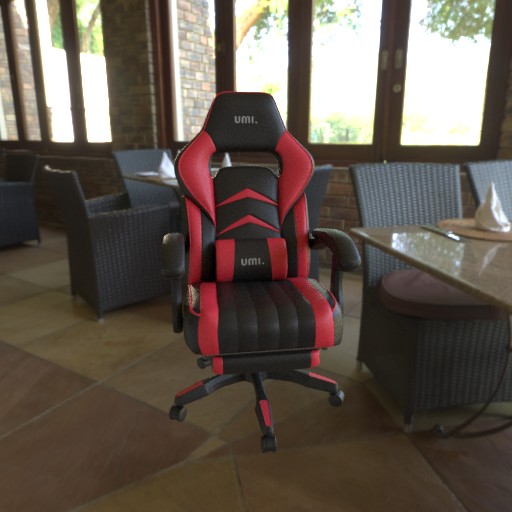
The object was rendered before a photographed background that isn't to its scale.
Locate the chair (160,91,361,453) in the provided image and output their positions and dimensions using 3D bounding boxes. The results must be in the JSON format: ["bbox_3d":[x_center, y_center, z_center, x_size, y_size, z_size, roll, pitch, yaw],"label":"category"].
[{"bbox_3d":[0.000,0.000,1.679,0.700,1.220,0.700,-2,15,-8],"label":"chair"}]
